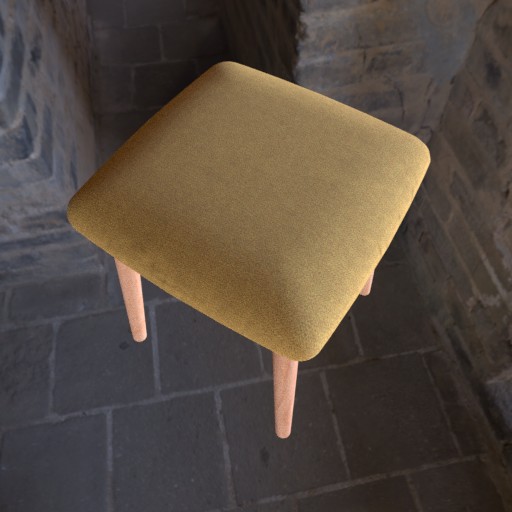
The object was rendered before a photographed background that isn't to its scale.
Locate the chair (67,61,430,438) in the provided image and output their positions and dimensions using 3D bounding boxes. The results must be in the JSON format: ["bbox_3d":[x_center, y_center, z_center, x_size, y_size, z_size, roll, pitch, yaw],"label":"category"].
[{"bbox_3d":[0.000,0.000,0.694,0.350,0.440,0.350,29,63,16],"label":"chair"}]
